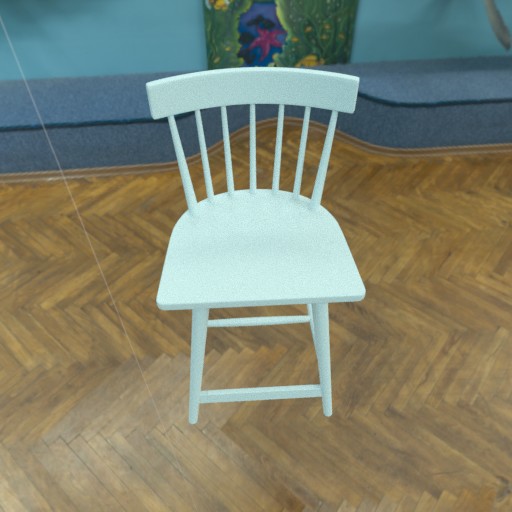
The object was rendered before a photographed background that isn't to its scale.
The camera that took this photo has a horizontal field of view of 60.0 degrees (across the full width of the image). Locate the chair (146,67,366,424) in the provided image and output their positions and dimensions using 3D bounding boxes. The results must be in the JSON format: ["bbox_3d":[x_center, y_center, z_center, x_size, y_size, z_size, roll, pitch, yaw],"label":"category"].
[{"bbox_3d":[0.000,0.000,1.266,0.483,0.952,0.572,-2,48,-2],"label":"chair"}]
